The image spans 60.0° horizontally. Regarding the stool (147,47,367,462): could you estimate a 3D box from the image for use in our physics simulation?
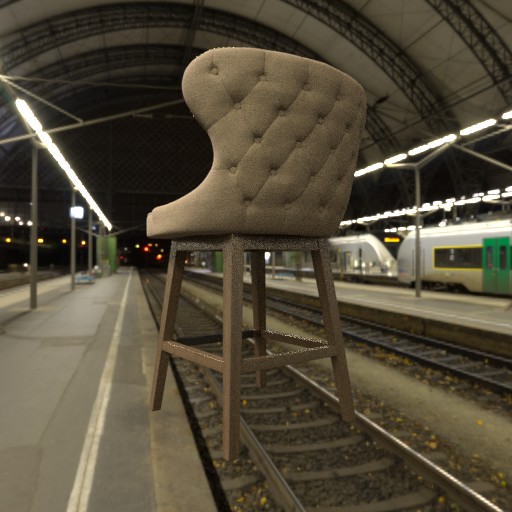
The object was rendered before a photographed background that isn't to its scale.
[{"bbox_3d":[0.000,0.000,1.333,0.615,0.972,0.597,0,-1,-37],"label":"stool"}]
